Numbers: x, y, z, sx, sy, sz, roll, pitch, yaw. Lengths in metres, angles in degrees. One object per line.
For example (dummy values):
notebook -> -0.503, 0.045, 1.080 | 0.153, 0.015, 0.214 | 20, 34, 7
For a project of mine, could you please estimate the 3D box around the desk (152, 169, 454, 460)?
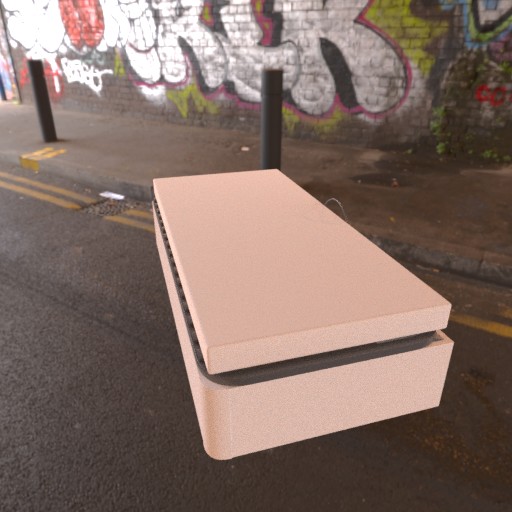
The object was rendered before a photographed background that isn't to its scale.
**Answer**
desk -> 0.000, 0.000, 2.290 | 0.900, 0.526, 1.900 | -7, 27, -15
